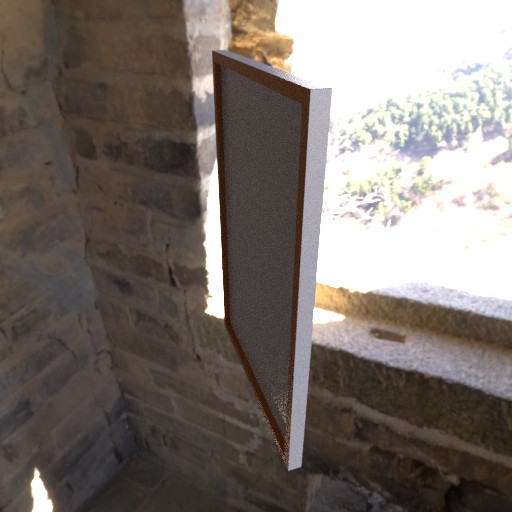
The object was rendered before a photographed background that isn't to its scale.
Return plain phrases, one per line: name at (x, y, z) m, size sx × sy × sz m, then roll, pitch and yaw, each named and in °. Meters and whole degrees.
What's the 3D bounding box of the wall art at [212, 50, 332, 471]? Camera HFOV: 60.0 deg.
wall art at (0.000, 0.000, 0.759) m, size 0.025 × 0.608 × 0.405 m, roll -10°, pitch 32°, yaw -16°
